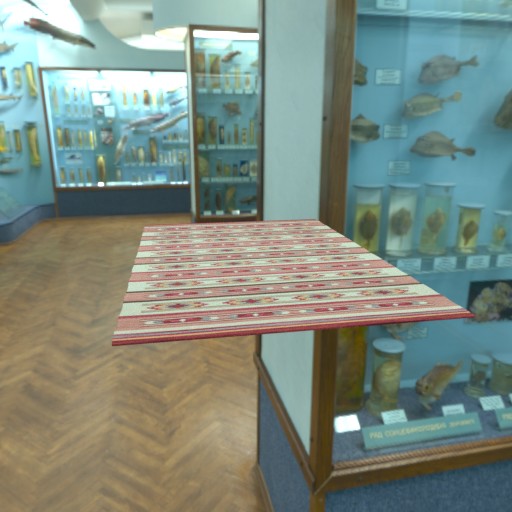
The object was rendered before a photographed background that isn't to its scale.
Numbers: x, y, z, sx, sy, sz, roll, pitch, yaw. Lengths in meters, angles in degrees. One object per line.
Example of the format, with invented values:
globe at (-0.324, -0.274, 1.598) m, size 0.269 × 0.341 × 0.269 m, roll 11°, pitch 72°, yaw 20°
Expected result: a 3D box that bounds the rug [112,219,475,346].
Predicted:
rug at (0.000, 0.000, 2.291) m, size 1.223 × 0.008 × 1.817 m, roll -3°, pitch 16°, yaw -10°
